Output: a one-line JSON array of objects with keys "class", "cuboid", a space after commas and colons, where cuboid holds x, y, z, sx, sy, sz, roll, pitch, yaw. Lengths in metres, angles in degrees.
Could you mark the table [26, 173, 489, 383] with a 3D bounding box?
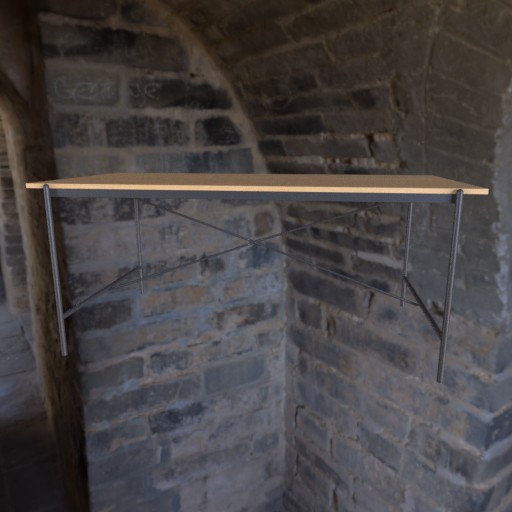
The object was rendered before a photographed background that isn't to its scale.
[{"class": "table", "cuboid": [0.000, 0.000, 2.204, 1.800, 0.758, 0.900, 2, 14, 8]}]
